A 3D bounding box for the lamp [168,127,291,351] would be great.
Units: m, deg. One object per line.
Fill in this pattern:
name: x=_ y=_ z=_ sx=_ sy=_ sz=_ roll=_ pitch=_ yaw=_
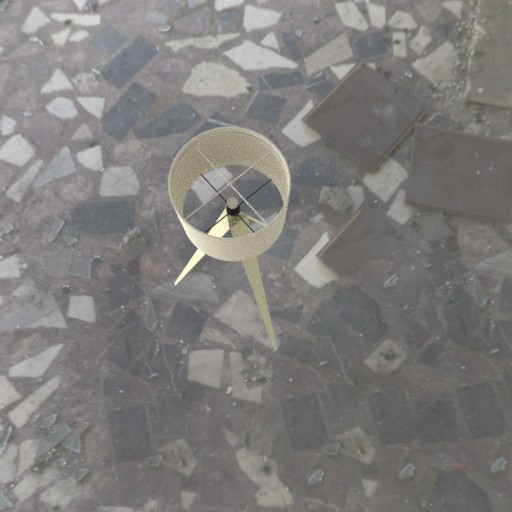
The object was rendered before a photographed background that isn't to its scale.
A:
lamp: x=0.000 y=0.000 z=1.984 sx=0.724 sy=1.524 sz=0.716 roll=-40 pitch=78 yaw=-10
